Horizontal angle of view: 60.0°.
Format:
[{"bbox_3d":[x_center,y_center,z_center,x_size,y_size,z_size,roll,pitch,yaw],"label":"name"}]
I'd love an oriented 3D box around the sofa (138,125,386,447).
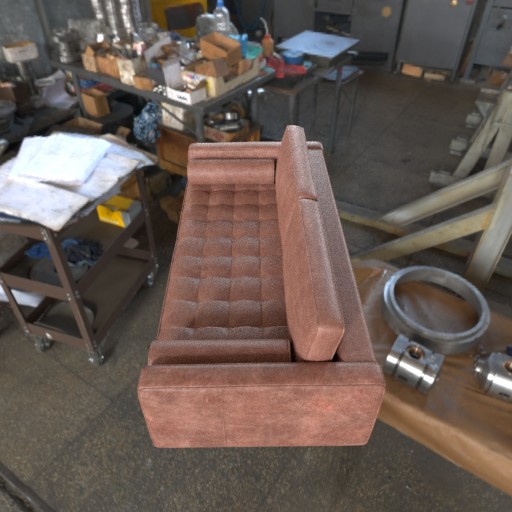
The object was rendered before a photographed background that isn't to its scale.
[{"bbox_3d":[0.000,0.000,2.360,0.910,0.760,1.870,0,41,-1],"label":"sofa"}]
